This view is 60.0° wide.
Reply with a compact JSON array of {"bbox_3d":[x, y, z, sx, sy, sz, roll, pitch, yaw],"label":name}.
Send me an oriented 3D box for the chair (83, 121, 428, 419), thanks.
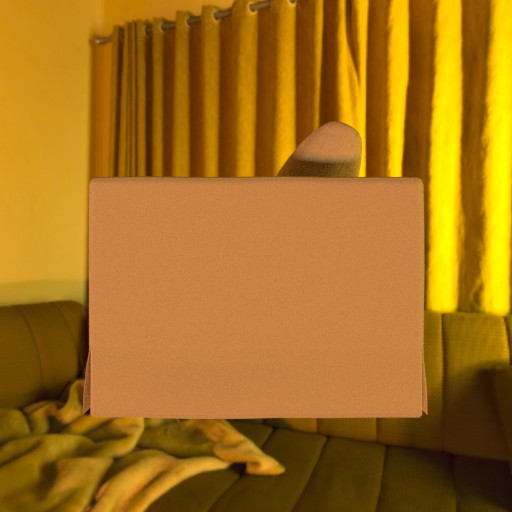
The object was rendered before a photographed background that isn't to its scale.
[{"bbox_3d":[0.000,0.000,1.767,0.957,0.878,1.150,0,0,0],"label":"chair"}]
